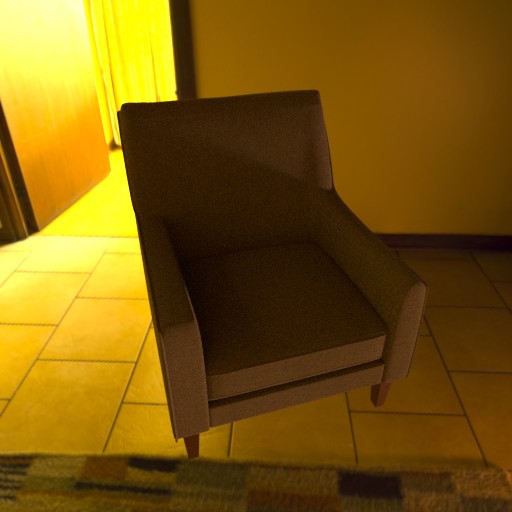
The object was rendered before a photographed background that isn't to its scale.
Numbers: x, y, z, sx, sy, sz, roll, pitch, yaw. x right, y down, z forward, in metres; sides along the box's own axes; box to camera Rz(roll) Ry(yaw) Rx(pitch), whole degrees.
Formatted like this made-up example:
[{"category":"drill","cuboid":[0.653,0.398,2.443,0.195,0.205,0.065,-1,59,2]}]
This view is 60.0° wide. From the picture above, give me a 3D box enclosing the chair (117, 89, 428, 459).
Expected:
[{"category":"chair","cuboid":[0.000,0.000,1.560,0.780,0.919,0.899,-10,34,-15]}]
